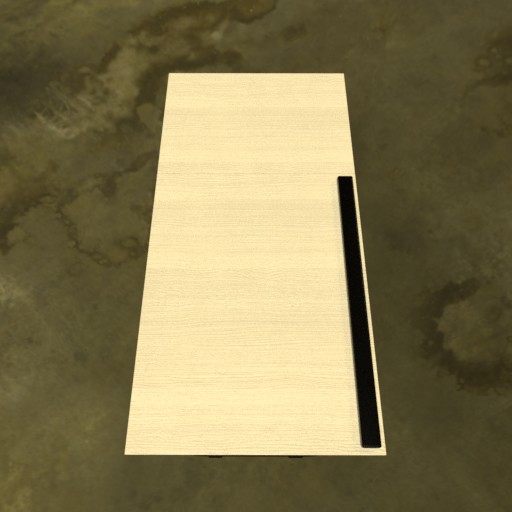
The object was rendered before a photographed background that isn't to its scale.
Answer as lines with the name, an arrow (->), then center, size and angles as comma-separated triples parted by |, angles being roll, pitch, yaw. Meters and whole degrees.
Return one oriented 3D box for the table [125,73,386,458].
table -> 0.000, 0.000, 0.779 | 0.322, 0.242, 0.644 | 0, 65, 0
